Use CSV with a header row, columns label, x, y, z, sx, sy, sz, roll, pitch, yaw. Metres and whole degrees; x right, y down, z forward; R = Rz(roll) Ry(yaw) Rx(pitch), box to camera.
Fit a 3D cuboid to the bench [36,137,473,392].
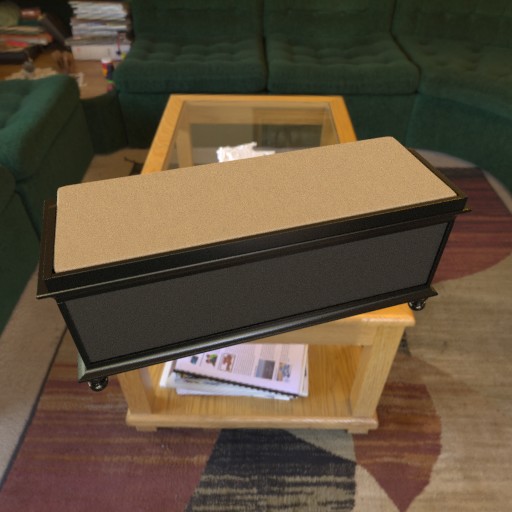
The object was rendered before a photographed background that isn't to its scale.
label,x,y,z,sx,sy,sz,roll,pitch,yaw
bench,0.000,0.000,1.428,1.185,0.501,0.402,-11,44,-12
